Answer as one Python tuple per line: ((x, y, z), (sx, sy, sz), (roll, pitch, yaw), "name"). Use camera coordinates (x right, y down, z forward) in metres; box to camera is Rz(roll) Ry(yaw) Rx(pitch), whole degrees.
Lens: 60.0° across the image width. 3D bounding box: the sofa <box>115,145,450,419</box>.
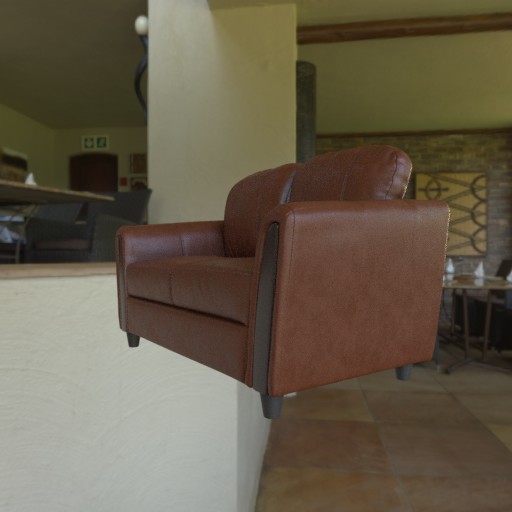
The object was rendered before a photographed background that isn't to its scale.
((0.000, 0.000, 1.924), (0.805, 0.906, 1.406), (-1, 1, -35), "sofa")
